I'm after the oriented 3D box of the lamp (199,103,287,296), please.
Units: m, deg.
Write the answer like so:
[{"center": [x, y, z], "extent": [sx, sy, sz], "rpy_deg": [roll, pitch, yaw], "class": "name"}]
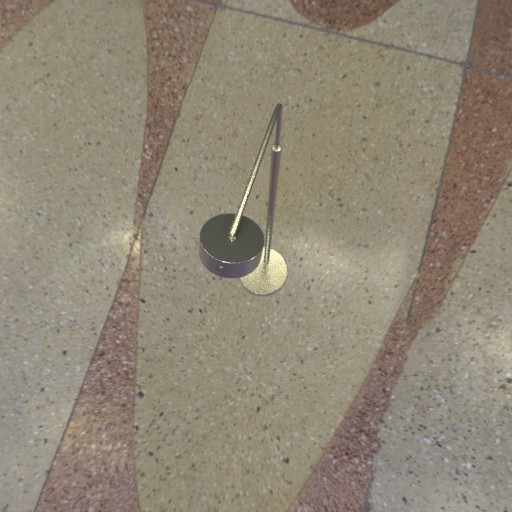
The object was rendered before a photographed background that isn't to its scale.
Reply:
[{"center": [0.000, 0.000, 1.416], "extent": [0.222, 1.250, 0.421], "rpy_deg": [18, 75, 5], "class": "lamp"}]
